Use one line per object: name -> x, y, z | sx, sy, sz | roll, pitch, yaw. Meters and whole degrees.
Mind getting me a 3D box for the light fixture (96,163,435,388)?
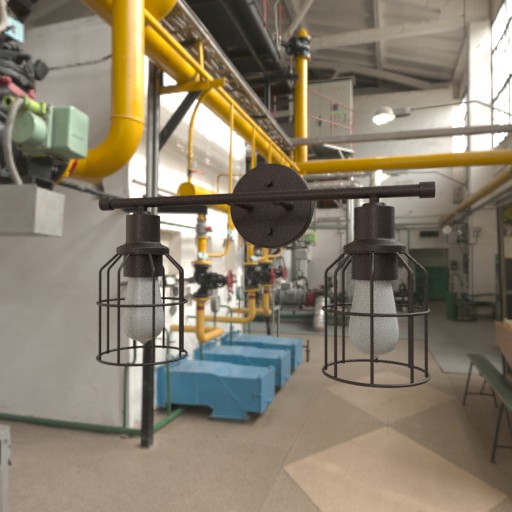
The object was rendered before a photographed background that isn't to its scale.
light fixture -> 0.000, 0.000, 0.547 | 0.406, 0.254, 0.165 | 0, -1, 17
